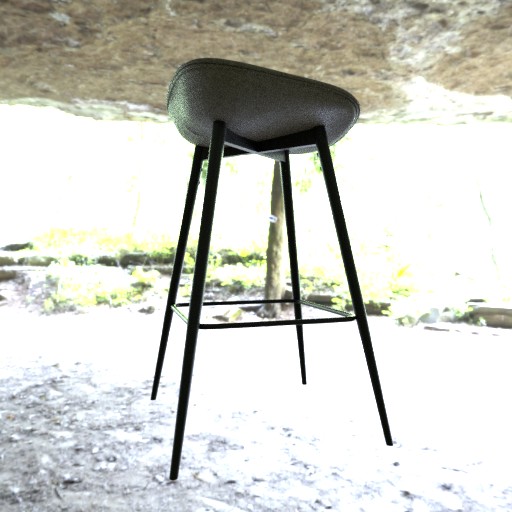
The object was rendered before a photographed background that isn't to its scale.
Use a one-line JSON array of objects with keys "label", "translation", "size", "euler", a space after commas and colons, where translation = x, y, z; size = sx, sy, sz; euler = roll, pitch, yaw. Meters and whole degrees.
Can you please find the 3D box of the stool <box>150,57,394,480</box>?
[{"label": "stool", "translation": [0.000, 0.000, 1.100], "size": [0.480, 0.814, 0.469], "euler": [0, 1, -18]}]
